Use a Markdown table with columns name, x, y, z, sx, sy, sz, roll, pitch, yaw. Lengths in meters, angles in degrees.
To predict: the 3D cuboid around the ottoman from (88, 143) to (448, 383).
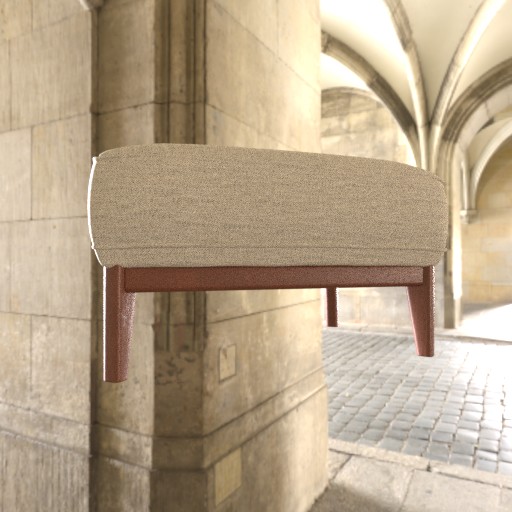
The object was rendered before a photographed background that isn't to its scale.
| name | x | y | z | sx | sy | sz | roll | pitch | yaw |
| --- | --- | --- | --- | --- | --- | --- | --- | --- | --- |
| ottoman | 0.000 | 0.000 | 1.149 | 0.794 | 0.465 | 0.594 | 0 | 0 | -18 |
